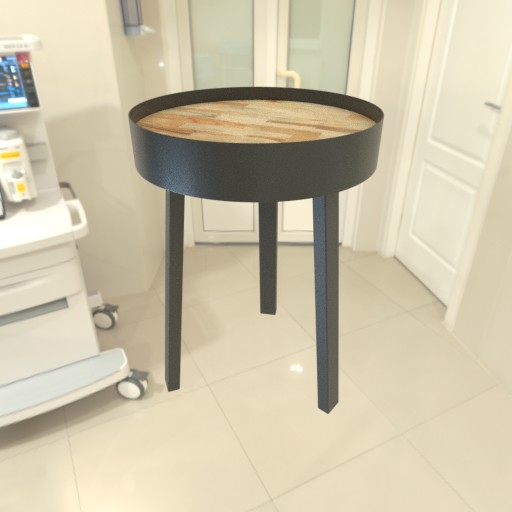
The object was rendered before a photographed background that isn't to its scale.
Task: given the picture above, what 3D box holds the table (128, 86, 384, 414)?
[{"bbox_3d":[0.000,0.000,0.865,0.406,0.559,0.406,0,30,0],"label":"table"}]
